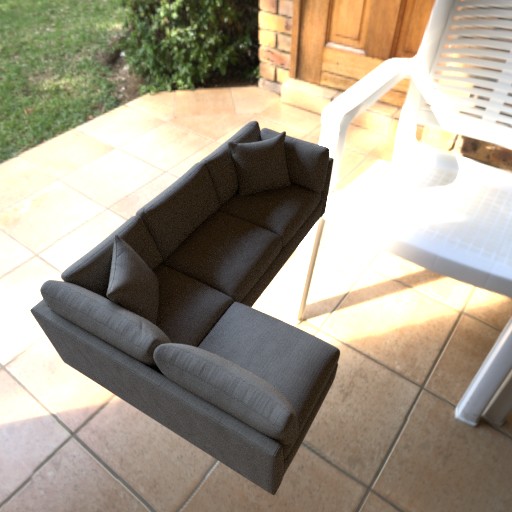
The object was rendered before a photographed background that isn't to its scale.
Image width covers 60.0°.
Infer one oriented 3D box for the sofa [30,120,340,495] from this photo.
[{"bbox_3d":[0.000,0.000,3.760,1.994,0.978,2.896,23,49,21],"label":"sofa"}]
